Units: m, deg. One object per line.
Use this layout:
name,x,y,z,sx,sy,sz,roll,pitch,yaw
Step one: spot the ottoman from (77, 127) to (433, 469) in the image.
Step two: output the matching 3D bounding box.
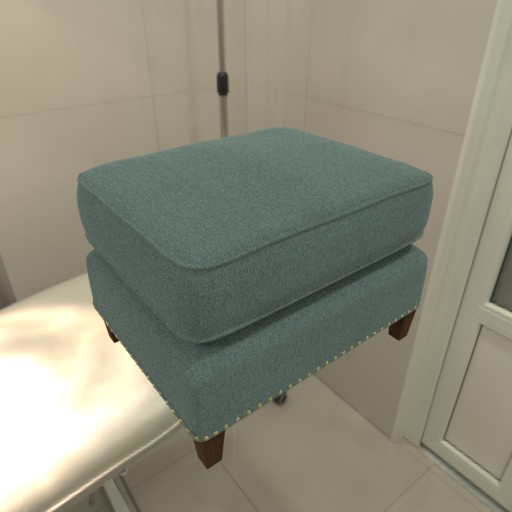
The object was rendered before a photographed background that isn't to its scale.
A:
ottoman,0.000,0.000,1.166,0.738,0.537,0.589,-22,37,-32
